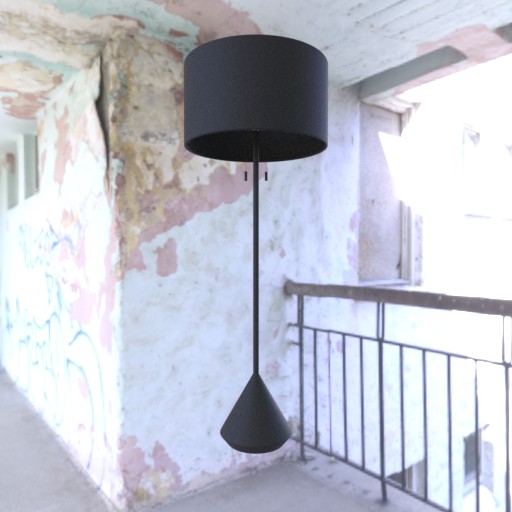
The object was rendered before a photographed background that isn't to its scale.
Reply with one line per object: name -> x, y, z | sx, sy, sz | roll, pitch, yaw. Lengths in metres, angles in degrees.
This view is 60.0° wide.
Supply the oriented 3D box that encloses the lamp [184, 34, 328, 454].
lamp -> 0.000, 0.000, 1.814 | 0.580, 1.526, 0.580 | -1, 1, -36
